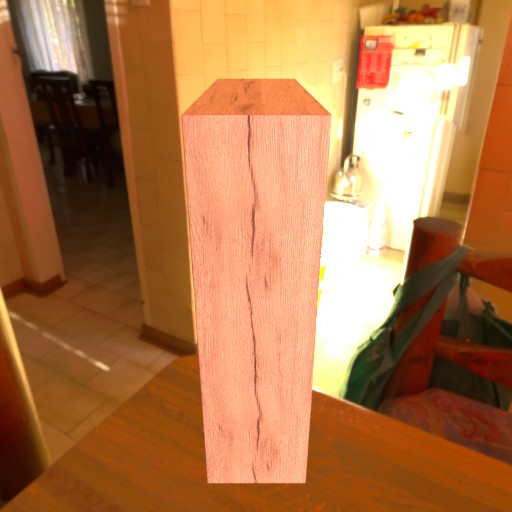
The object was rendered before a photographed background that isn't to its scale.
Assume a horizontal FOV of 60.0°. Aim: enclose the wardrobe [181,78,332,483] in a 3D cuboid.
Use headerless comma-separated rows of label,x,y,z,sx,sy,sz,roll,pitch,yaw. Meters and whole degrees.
wardrobe,0.000,0.000,2.949,0.580,2.070,1.810,0,26,0
